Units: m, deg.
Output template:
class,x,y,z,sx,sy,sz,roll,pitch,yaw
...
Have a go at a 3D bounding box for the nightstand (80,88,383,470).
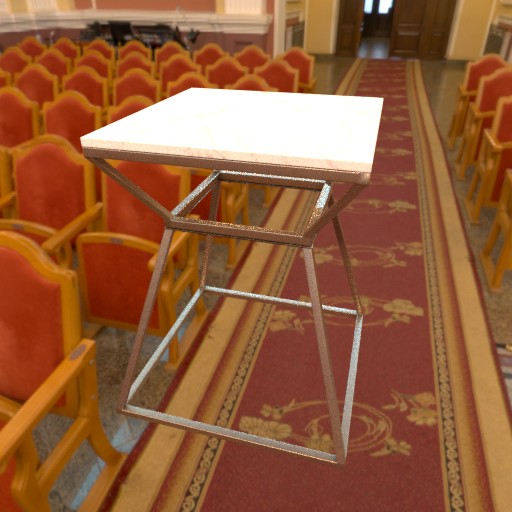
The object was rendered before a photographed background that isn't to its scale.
class,x,y,z,sx,sy,sz,roll,pitch,yaw
nightstand,0.000,0.000,0.889,0.455,0.554,0.455,8,32,14
